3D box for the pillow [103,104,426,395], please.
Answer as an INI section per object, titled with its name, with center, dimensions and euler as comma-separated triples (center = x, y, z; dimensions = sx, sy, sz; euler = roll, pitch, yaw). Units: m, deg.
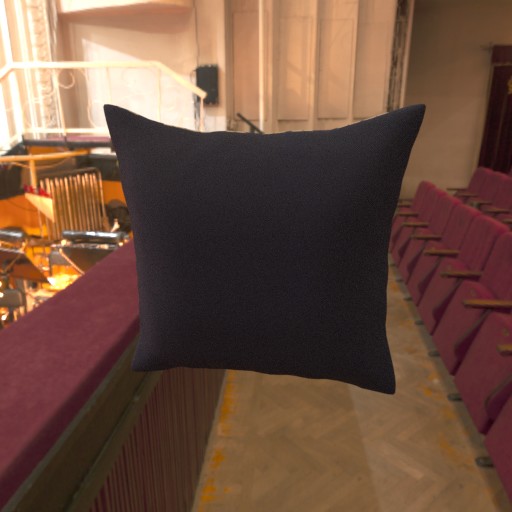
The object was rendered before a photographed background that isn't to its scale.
[pillow]
center = 0.000, 0.000, 0.758
dimensions = 0.504, 0.494, 0.188
euler = 3, 17, 9
